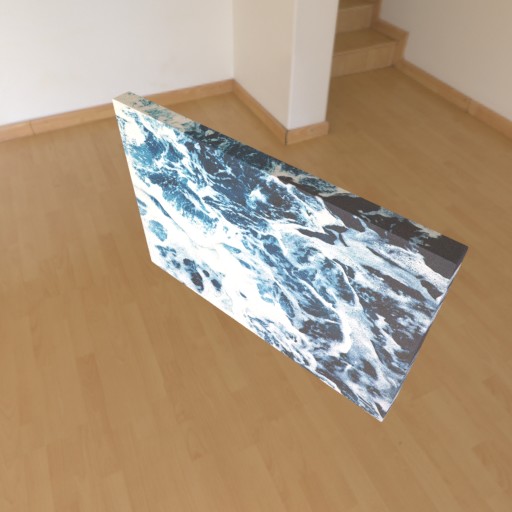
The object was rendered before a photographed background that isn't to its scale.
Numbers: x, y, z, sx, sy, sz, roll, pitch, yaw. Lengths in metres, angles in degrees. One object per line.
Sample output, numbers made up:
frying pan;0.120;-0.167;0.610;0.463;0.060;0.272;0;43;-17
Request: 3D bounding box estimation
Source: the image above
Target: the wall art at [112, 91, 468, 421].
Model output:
wall art;0.000;0.000;0.780;0.609;0.407;0.043;31;53;26
